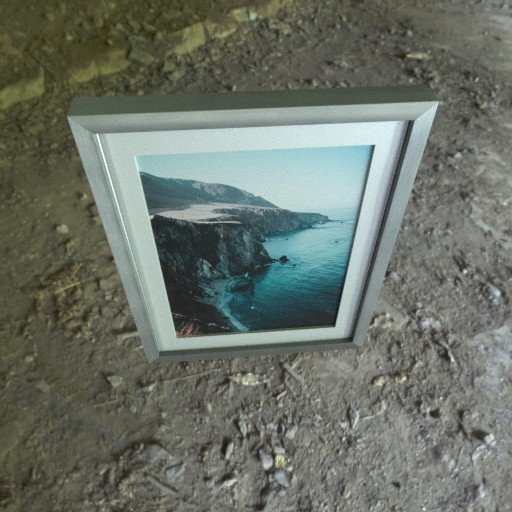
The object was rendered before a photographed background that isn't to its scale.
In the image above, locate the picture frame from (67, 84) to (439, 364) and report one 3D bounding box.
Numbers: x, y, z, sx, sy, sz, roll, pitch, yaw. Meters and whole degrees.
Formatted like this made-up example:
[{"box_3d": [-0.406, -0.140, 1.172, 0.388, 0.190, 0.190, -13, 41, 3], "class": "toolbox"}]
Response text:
[{"box_3d": [0.000, 0.000, 0.747, 0.449, 0.555, 0.046, -3, 46, -3], "class": "picture frame"}]
